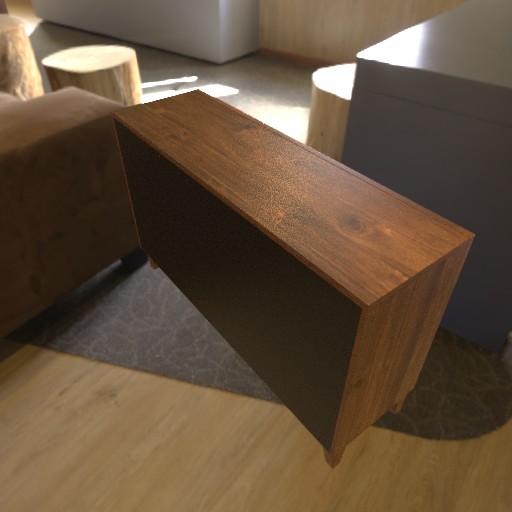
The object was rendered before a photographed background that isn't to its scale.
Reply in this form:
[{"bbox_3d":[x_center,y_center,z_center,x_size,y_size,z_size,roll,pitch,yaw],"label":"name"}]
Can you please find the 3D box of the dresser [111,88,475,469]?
[{"bbox_3d":[0.000,0.000,1.805,0.446,0.873,1.400,-27,47,-28],"label":"dresser"}]
